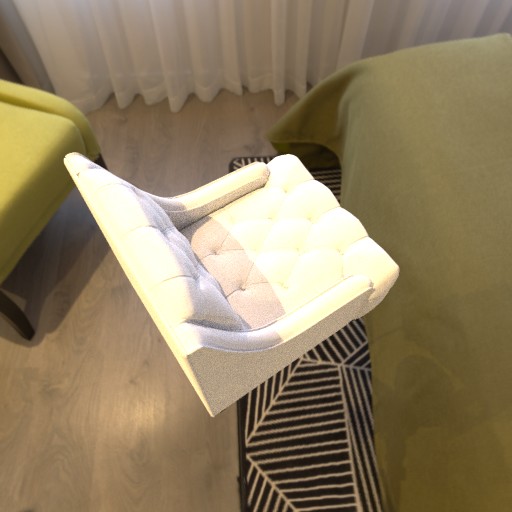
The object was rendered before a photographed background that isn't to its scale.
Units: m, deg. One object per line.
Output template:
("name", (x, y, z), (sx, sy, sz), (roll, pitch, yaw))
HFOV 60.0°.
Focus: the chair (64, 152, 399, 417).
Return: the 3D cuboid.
("chair", (0.000, 0.000, 1.480), (0.772, 0.891, 0.658), (-31, 65, -16))
